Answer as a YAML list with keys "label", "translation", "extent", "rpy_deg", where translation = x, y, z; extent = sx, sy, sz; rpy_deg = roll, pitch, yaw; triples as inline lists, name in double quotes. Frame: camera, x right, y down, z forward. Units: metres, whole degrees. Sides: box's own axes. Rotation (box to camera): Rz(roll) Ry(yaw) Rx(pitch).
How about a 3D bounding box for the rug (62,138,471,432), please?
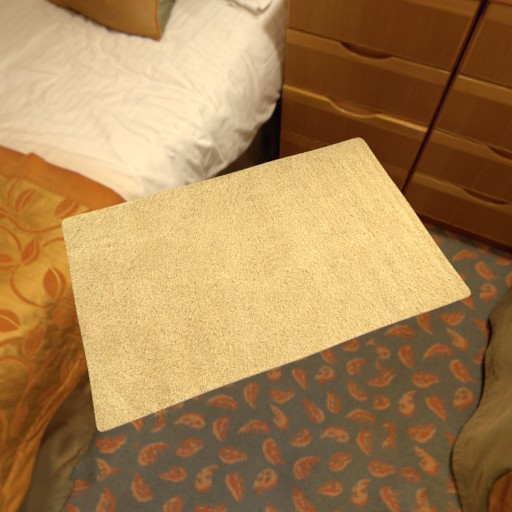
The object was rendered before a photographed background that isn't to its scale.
- label: "rug"
  translation: [0.000, 0.000, 2.944]
  extent: [2.349, 0.025, 1.500]
  rpy_deg: [-18, 60, -11]
